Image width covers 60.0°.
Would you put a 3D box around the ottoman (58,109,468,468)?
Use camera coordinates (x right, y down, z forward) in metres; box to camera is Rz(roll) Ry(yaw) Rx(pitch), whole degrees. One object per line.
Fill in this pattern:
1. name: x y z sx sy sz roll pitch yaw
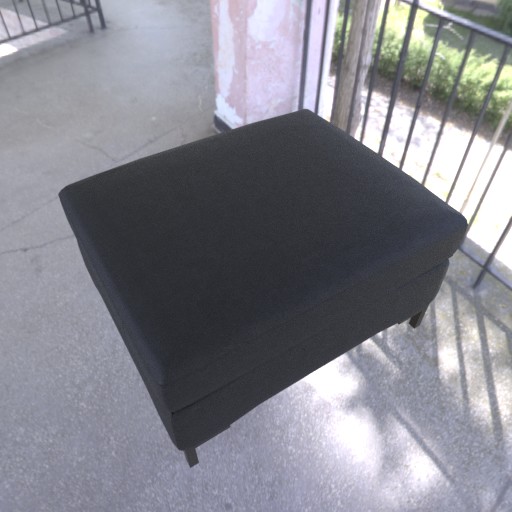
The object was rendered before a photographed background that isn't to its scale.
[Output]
1. ottoman: 0.000 0.000 1.786 1.187 0.696 0.967 -24 51 -22
